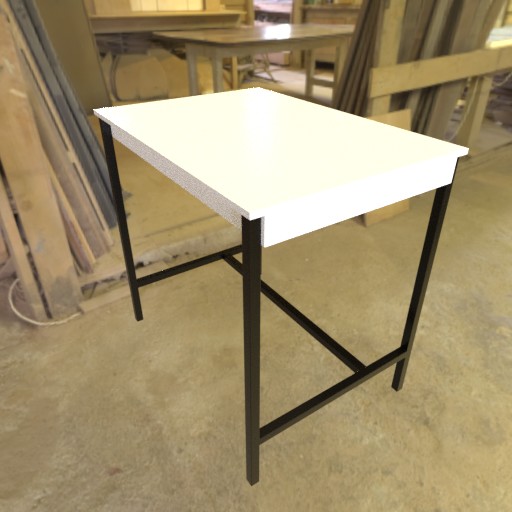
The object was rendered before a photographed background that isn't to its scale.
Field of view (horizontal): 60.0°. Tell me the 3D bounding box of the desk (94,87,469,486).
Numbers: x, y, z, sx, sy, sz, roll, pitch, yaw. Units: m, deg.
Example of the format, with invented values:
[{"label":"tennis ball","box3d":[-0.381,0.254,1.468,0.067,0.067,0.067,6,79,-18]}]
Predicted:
[{"label":"desk","box3d":[0.000,0.000,1.317,0.573,0.766,0.811,-19,36,-29]}]
